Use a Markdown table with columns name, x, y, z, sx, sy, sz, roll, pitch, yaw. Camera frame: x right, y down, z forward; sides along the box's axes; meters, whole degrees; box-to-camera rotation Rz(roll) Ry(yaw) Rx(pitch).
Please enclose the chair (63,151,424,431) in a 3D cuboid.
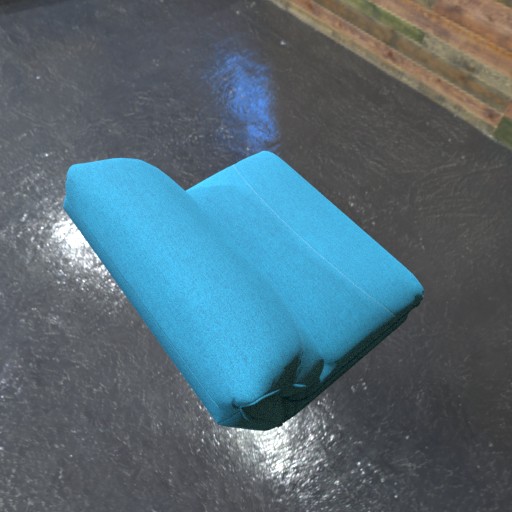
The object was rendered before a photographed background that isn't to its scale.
| name | x | y | z | sx | sy | sz | roll | pitch | yaw |
| --- | --- | --- | --- | --- | --- | --- | --- | --- | --- |
| chair | 0.000 | 0.000 | 1.348 | 0.780 | 0.580 | 0.820 | -34 | 63 | -20 |
